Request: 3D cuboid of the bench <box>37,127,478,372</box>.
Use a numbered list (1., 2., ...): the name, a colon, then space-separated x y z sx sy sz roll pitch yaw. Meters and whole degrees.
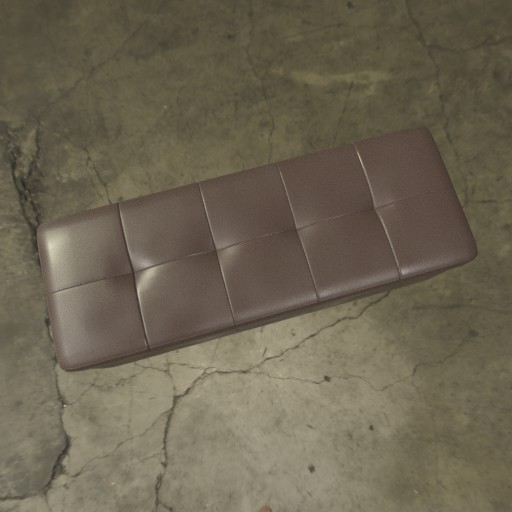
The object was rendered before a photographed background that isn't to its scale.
1. bench: 0.000 0.000 1.454 1.219 0.417 0.450 -15 77 -4
